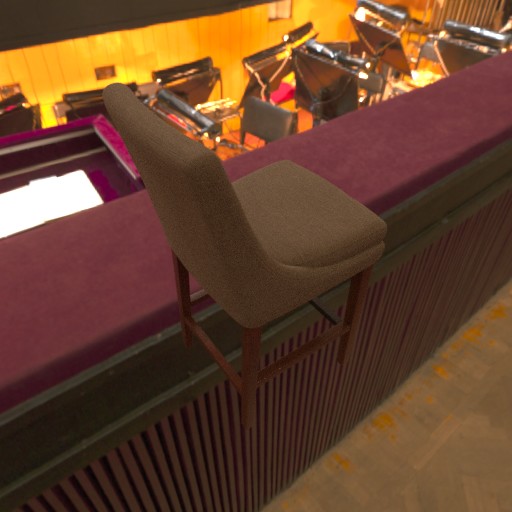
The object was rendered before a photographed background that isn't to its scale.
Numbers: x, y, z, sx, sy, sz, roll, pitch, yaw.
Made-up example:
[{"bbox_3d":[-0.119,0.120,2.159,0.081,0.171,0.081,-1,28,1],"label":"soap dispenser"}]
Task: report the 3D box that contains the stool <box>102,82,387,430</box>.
[{"bbox_3d":[0.000,0.000,1.277,0.577,0.981,0.470,-25,48,-26],"label":"stool"}]
